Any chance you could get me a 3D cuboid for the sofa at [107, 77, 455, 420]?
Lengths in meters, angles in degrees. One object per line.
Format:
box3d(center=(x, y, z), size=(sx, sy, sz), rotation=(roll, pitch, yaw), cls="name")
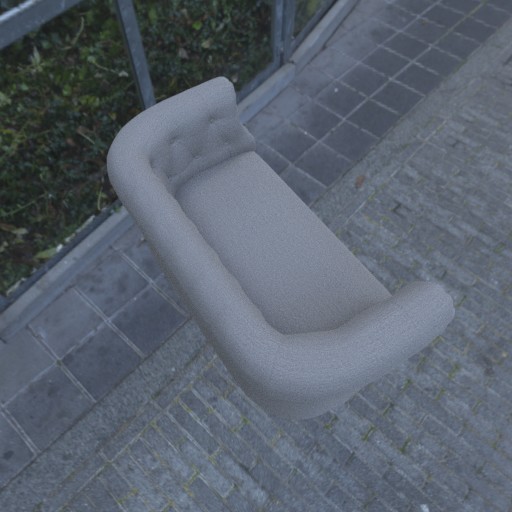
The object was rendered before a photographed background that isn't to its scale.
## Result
box3d(center=(0.000, 0.000, 2.045), size=(0.835, 0.827, 1.558), rotation=(-30, 62, -18), cls="sofa")
